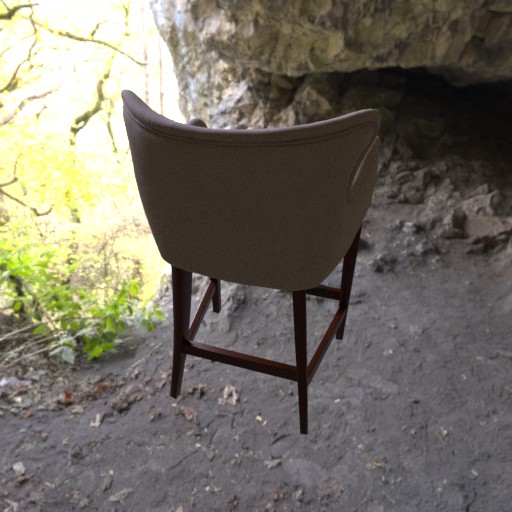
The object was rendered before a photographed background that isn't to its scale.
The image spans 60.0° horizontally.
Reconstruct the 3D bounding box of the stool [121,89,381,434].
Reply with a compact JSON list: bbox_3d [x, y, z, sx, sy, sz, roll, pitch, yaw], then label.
[{"bbox_3d":[0.000,0.000,1.303,0.601,0.951,0.570,10,34,15],"label":"stool"}]
